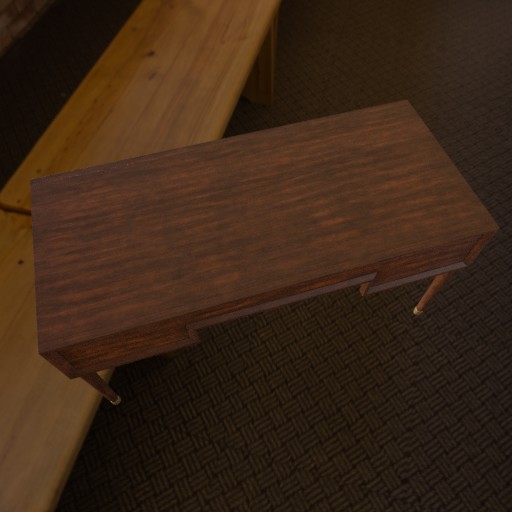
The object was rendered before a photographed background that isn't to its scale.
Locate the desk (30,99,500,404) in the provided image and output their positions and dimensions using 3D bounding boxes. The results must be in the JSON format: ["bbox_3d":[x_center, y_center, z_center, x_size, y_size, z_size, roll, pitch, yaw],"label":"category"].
[{"bbox_3d":[0.000,0.000,1.946,1.575,0.762,0.724,-14,60,-9],"label":"desk"}]
